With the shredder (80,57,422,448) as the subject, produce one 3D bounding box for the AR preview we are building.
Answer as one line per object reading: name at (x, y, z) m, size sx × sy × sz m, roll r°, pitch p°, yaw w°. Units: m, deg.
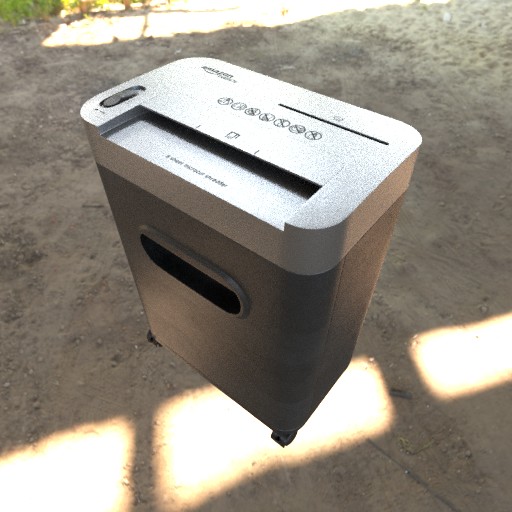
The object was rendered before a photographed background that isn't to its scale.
shredder at (0.000, 0.000, 0.593) m, size 0.311 × 0.419 × 0.237 m, roll 30°, pitch 52°, yaw 26°
